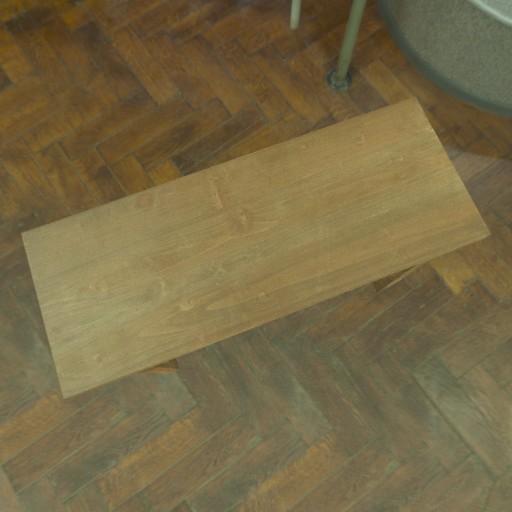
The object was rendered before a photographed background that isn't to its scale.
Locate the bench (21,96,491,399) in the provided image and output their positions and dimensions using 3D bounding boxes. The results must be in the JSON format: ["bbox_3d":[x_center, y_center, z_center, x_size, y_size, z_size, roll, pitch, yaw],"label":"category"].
[{"bbox_3d":[0.000,0.000,1.416,1.183,0.458,0.458,-20,76,-5],"label":"bench"}]
